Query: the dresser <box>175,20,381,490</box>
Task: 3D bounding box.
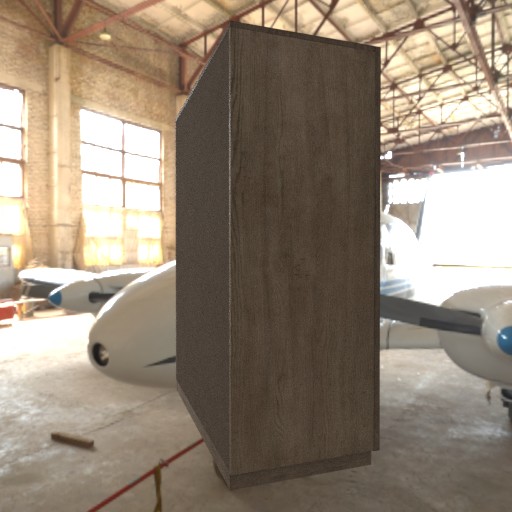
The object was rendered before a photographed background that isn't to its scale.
[{"bbox_3d":[0.000,0.000,1.749,0.483,1.295,0.967,0,1,-19],"label":"dresser"}]
